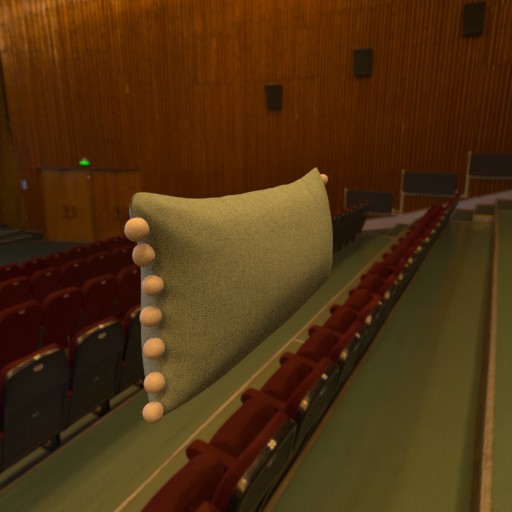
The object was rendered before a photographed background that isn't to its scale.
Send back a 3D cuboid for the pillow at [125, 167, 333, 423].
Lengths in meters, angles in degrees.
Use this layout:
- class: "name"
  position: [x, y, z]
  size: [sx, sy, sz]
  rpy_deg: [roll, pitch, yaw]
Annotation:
- class: "pillow"
  position: [0.000, 0.000, 0.860]
  size: [0.201, 0.322, 0.709]
  rpy_deg: [8, 18, 26]
